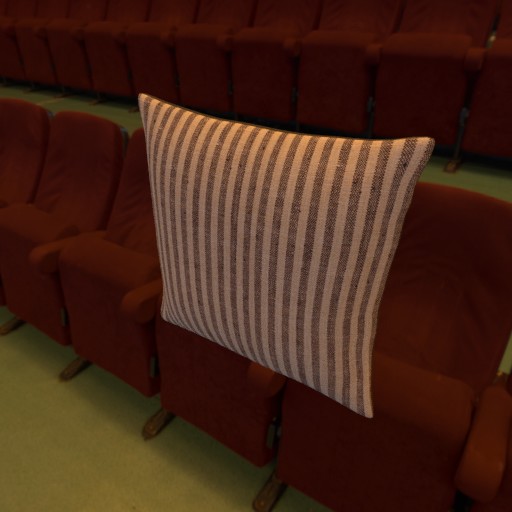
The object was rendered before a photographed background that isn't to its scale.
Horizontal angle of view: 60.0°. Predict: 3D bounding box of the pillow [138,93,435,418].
[{"bbox_3d":[0.000,0.000,0.795,0.523,0.506,0.166,19,36,28],"label":"pillow"}]
